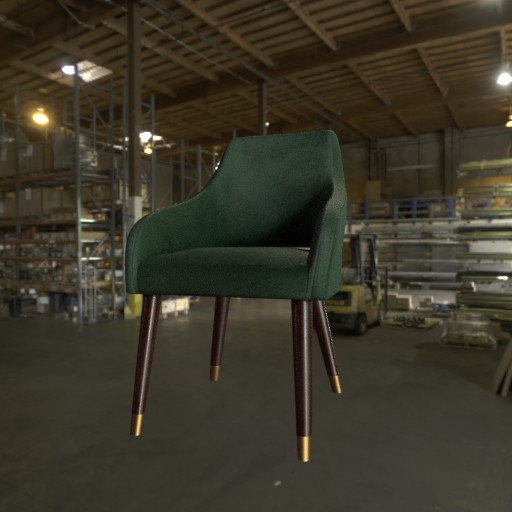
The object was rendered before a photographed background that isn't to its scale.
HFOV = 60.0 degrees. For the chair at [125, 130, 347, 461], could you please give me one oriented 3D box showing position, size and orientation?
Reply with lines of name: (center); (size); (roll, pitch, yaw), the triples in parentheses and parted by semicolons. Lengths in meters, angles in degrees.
chair: (0.000, 0.000, 1.629); (0.683, 1.081, 0.794); (0, 1, 18)
